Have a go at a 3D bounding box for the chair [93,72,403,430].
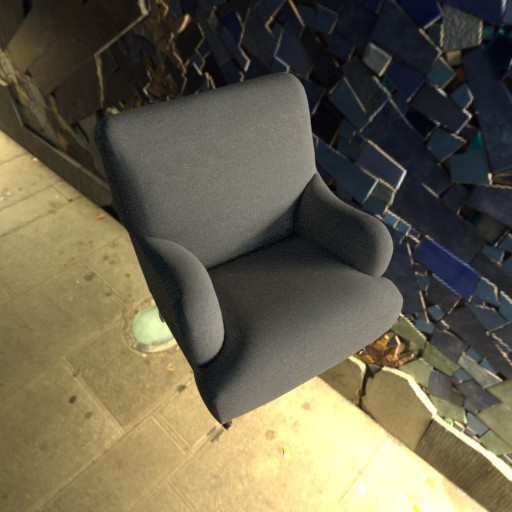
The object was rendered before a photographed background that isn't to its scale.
[{"bbox_3d":[0.000,0.000,1.578,0.766,0.942,0.843,-23,49,-21],"label":"chair"}]
